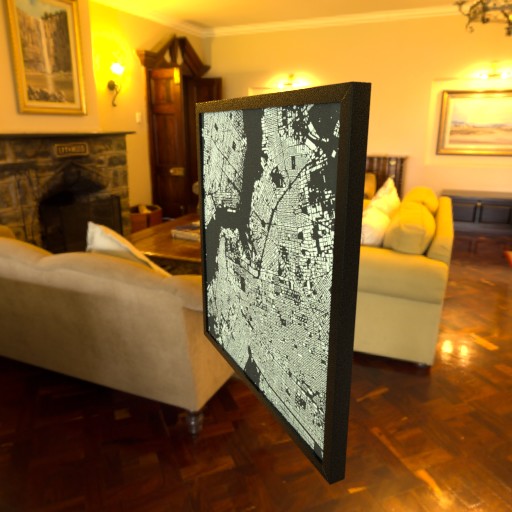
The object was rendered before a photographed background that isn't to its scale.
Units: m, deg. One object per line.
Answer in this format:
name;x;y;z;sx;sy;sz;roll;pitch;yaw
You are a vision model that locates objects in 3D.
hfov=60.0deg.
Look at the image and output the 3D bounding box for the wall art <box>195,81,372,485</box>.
wall art;0.000;0.000;1.120;0.038;0.761;0.755;-8;18;-25
